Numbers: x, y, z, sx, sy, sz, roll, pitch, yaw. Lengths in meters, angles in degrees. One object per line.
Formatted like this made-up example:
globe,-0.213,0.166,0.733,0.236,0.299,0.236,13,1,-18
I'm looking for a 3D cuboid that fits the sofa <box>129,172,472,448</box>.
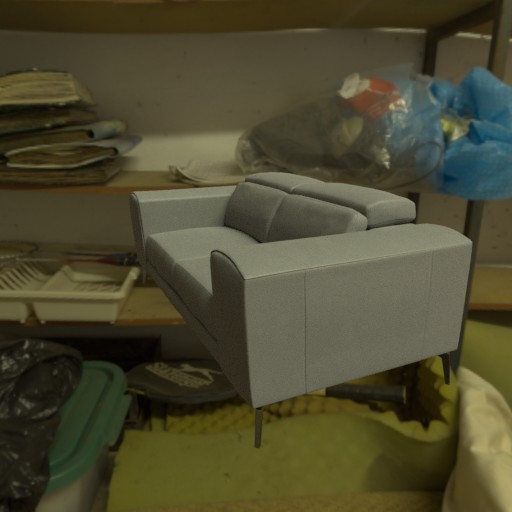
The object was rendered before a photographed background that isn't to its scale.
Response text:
sofa,0.000,0.000,2.384,1.003,0.779,1.895,-8,18,-24
